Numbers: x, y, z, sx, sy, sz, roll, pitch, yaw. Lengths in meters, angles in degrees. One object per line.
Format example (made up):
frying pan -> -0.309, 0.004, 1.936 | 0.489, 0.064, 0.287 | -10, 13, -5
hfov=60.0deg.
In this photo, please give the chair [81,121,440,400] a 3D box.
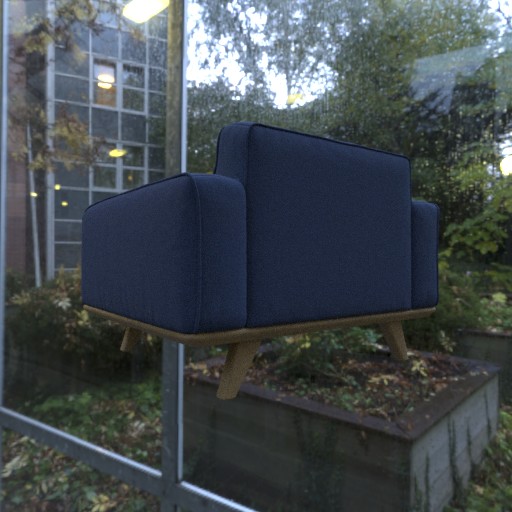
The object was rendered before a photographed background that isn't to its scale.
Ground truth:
chair -> 0.000, 0.000, 1.759 | 1.118, 0.783, 0.953 | 0, 0, -36
